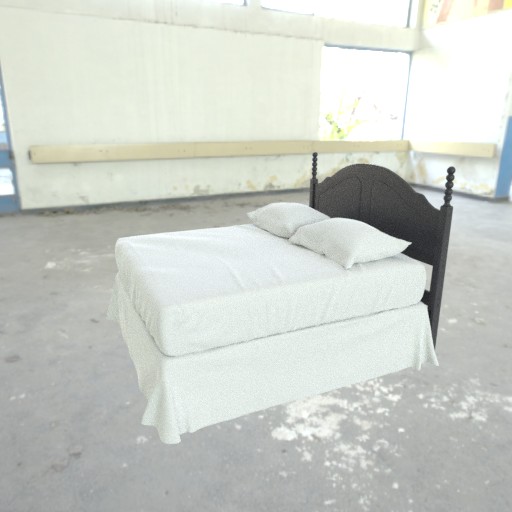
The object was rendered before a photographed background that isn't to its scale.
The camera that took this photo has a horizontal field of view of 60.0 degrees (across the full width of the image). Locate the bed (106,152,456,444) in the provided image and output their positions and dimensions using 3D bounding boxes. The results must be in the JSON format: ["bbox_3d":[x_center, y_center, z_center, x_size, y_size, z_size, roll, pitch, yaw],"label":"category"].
[{"bbox_3d":[0.000,0.000,3.264,2.040,1.356,1.873,-8,18,-24],"label":"bed"}]
